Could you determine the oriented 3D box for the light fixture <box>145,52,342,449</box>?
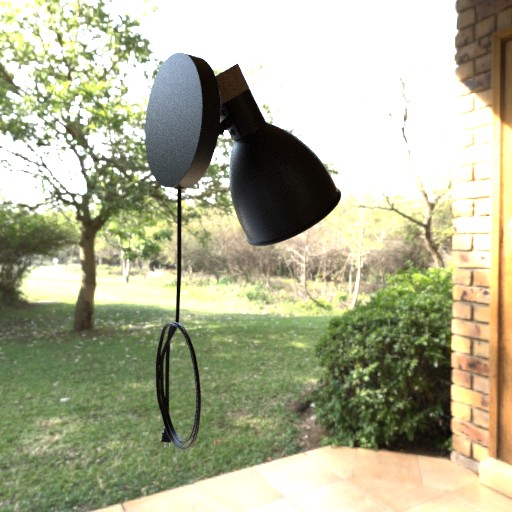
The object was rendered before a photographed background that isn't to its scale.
[{"bbox_3d":[0.000,0.000,0.485,0.203,0.401,0.127,-1,1,-36],"label":"light fixture"}]
